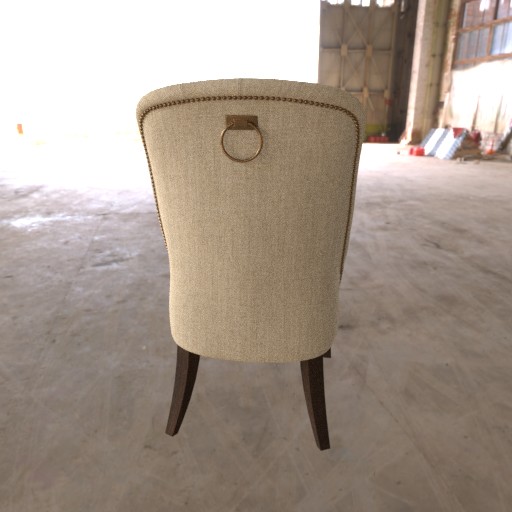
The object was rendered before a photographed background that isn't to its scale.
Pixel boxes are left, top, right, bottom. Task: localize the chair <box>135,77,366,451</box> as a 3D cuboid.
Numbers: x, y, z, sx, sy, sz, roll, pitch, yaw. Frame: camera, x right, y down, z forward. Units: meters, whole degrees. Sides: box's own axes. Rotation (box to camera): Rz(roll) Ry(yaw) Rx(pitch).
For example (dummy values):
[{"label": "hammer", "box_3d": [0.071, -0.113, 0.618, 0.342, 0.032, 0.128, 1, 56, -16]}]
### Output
[{"label": "chair", "box_3d": [0.000, 0.000, 1.502, 0.634, 1.091, 0.629, 2, 19, 7]}]
